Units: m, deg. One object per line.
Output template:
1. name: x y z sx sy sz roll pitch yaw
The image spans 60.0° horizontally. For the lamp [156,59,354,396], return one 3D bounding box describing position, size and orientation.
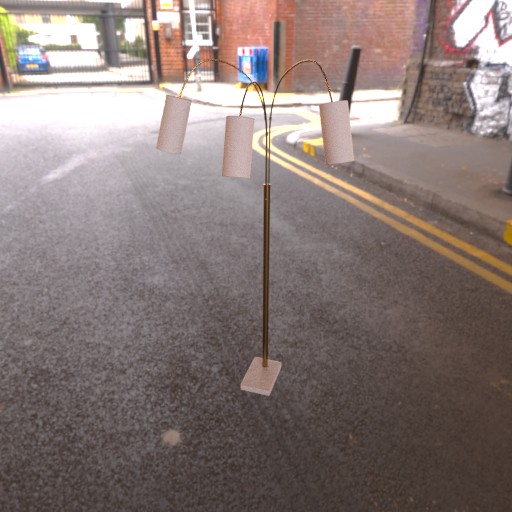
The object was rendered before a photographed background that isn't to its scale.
1. lamp: 0.000 0.000 2.537 1.020 2.055 0.667 8 26 16
